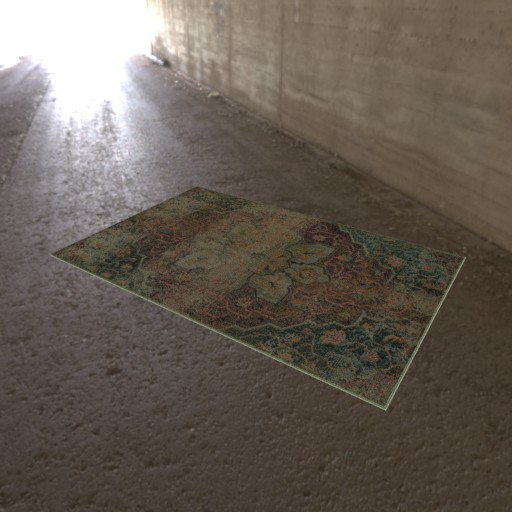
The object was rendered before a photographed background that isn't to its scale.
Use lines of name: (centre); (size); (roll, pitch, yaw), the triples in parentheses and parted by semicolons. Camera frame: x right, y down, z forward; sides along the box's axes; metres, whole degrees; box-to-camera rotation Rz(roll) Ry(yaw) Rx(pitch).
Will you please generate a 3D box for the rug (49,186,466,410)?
rug: (0.000, 0.000, 2.965); (2.363, 0.004, 1.566); (19, 35, 30)
